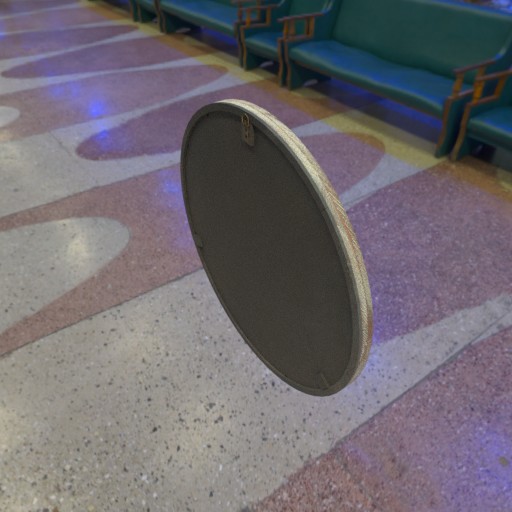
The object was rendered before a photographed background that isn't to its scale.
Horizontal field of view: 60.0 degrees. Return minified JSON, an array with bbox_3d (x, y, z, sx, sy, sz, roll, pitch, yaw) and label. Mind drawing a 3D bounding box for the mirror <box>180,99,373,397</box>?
[{"bbox_3d":[0.000,0.000,1.053,0.038,0.710,0.710,-24,47,-25],"label":"mirror"}]
